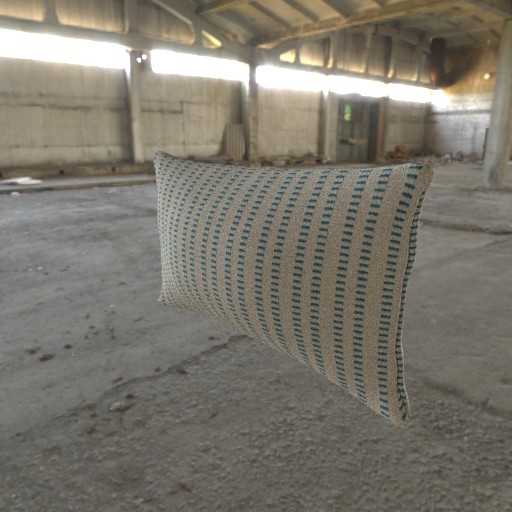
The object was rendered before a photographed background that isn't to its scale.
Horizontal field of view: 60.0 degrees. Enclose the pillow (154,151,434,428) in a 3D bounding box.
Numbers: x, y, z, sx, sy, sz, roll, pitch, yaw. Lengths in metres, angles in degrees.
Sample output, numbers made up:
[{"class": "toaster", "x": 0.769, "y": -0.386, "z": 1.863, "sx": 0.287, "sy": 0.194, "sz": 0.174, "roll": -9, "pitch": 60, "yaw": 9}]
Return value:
[{"class": "pillow", "x": 0.000, "y": 0.000, "z": 0.790, "sx": 0.210, "sy": 0.353, "sz": 0.640, "roll": -13, "pitch": 20, "yaw": -40}]
